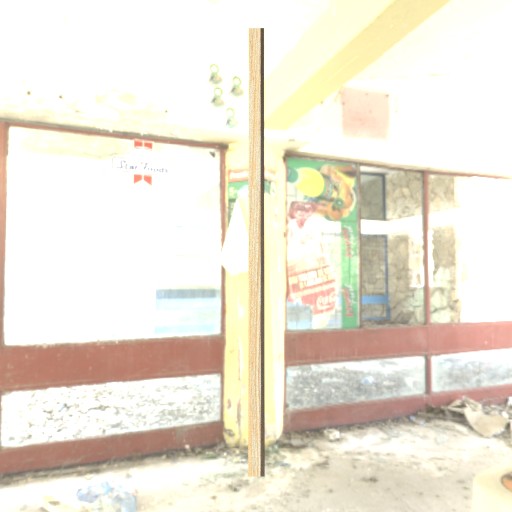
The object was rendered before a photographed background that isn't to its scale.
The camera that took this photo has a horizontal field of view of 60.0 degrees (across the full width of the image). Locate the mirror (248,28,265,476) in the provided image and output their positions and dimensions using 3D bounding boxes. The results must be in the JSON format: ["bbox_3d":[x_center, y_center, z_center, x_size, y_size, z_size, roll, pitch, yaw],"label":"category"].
[{"bbox_3d":[0.000,0.000,1.234,0.032,0.882,0.730,0,-3,0],"label":"mirror"}]
